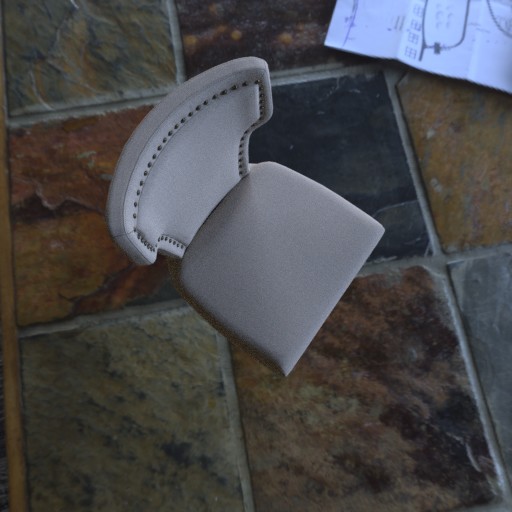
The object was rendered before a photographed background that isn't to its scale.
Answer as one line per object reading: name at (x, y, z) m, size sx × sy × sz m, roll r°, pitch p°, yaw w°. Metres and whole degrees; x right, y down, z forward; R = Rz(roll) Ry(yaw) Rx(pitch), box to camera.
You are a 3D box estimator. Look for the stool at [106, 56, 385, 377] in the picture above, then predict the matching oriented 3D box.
stool at (0.000, 0.000, 1.395) m, size 0.563 × 1.092 × 0.526 m, roll 35°, pitch 78°, yaw 9°
